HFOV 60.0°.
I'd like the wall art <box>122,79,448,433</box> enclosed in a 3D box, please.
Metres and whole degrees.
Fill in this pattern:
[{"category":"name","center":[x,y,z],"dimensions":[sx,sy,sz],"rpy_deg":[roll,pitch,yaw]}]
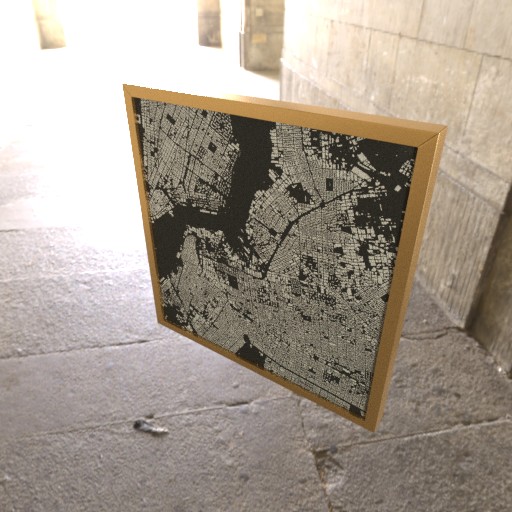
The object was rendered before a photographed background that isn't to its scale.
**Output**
[{"category":"wall art","center":[0.000,0.000,0.451],"dimensions":[0.305,0.305,0.023],"rpy_deg":[20,37,29]}]
